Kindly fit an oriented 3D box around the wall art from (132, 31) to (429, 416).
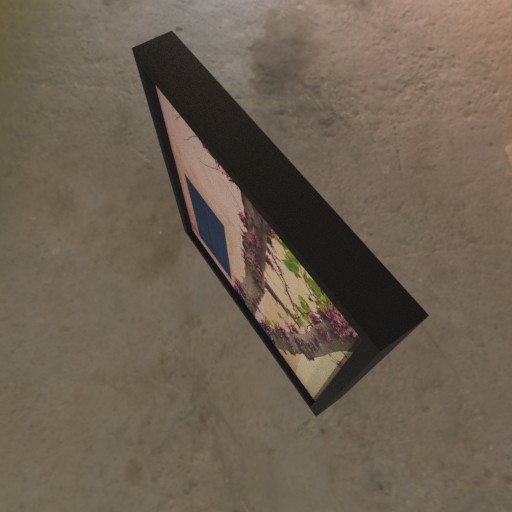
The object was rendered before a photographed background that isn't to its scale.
[{"bbox_3d":[0.000,0.000,0.448,0.038,0.304,0.305,-32,68,-15],"label":"wall art"}]
